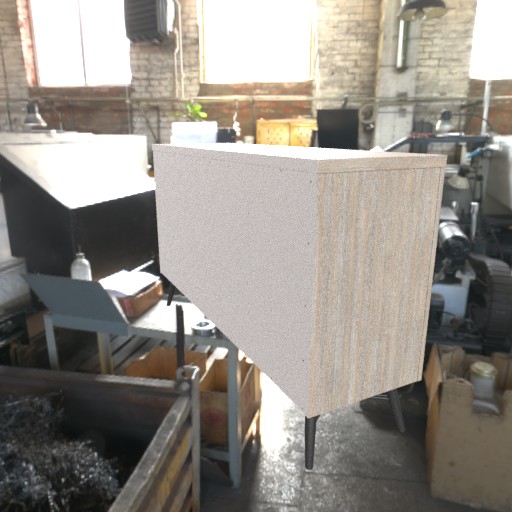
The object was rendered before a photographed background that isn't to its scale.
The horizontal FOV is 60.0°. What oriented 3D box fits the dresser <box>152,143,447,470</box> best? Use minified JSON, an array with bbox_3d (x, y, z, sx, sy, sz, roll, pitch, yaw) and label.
[{"bbox_3d":[0.000,0.000,1.928,0.457,0.914,1.524,-8,18,-26],"label":"dresser"}]
